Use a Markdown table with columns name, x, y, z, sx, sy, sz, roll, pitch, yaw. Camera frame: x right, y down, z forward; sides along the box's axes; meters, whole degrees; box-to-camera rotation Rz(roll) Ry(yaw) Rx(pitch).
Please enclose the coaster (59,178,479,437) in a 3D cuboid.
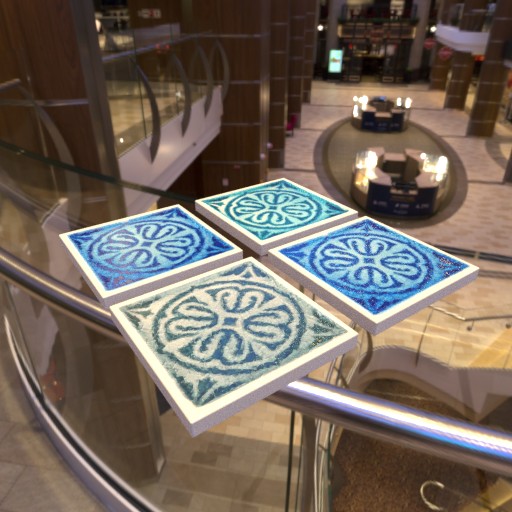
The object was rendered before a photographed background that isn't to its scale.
| name | x | y | z | sx | sy | sz | roll | pitch | yaw |
| --- | --- | --- | --- | --- | --- | --- | --- | --- | --- |
| coaster | 0.000 | 0.000 | 0.321 | 0.219 | 0.010 | 0.214 | -19 | 35 | -30 |
